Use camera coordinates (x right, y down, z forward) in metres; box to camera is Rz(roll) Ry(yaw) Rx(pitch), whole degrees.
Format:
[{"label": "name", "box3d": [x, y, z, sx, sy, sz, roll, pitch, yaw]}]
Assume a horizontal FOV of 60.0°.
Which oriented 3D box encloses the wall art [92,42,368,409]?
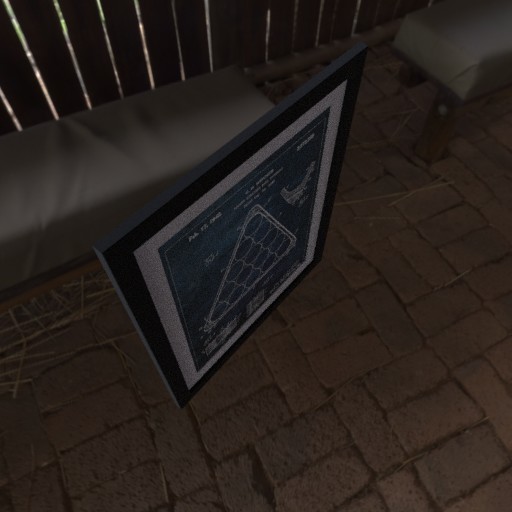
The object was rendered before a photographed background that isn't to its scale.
[{"label": "wall art", "box3d": [0.000, 0.000, 0.499, 0.010, 0.361, 0.311, 35, 63, 21]}]
